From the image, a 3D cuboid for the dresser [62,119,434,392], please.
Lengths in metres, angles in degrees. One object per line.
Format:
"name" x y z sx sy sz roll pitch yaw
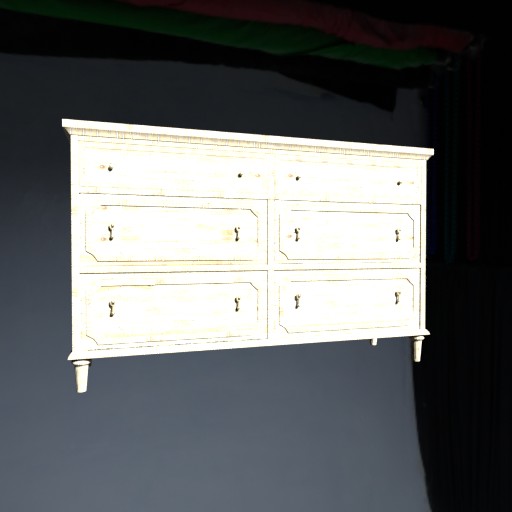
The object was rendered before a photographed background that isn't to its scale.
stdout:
"dresser" 0.000 0.000 2.088 1.626 1.016 0.457 0 1 -18
